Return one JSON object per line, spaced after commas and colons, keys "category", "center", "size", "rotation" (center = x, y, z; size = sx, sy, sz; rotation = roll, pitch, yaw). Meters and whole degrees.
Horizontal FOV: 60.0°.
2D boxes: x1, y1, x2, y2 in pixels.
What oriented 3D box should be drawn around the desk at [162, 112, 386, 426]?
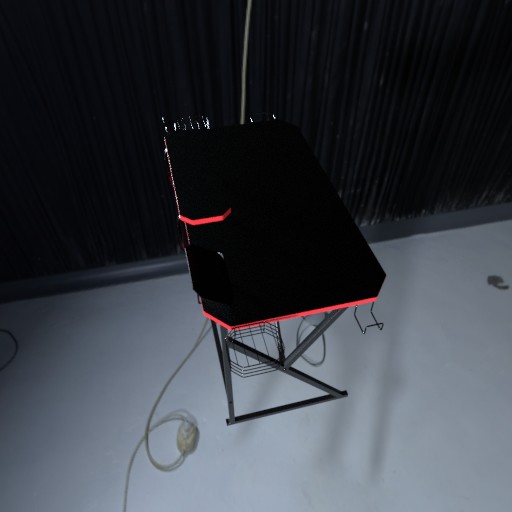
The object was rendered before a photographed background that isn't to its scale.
{"category": "desk", "center": [0.000, 0.000, 1.789], "size": [0.588, 0.913, 1.280], "rotation": [-10, 47, -10]}
